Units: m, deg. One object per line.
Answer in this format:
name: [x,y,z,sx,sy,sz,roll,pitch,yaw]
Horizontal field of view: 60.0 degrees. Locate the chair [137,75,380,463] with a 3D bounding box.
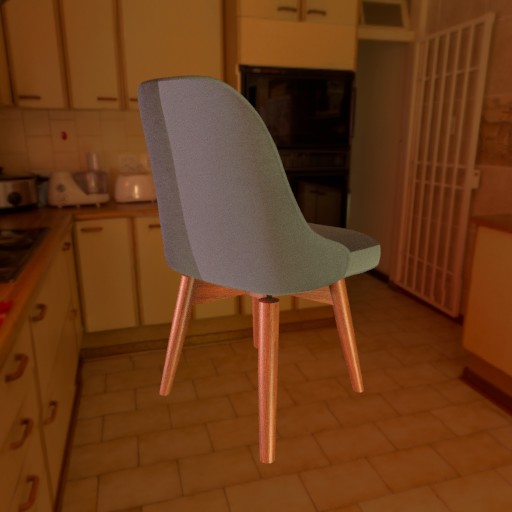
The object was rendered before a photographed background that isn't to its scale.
chair: [0.000,0.000,1.240,0.503,0.882,0.589,14,21,41]
